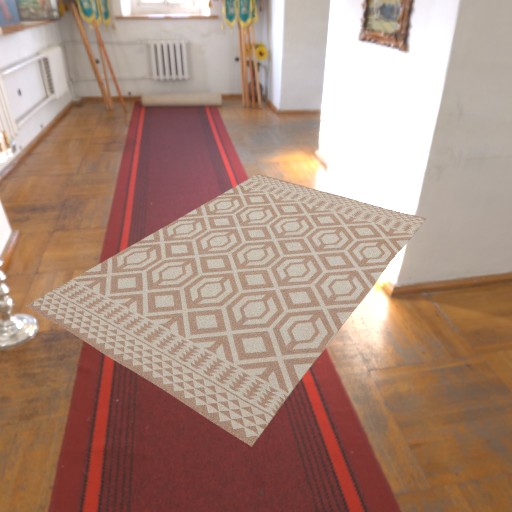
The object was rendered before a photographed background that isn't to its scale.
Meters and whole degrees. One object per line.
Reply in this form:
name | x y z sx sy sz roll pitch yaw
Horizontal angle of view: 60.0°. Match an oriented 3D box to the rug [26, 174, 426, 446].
rug | 0.000 0.000 2.308 1.219 0.008 1.829 20 38 28
